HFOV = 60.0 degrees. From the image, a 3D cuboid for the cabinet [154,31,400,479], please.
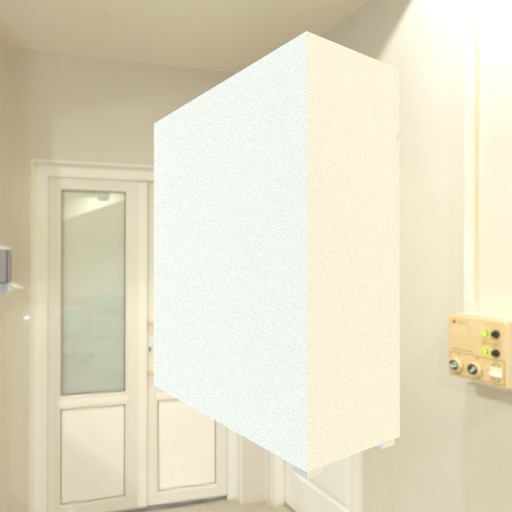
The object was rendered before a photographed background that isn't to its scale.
[{"bbox_3d":[0.000,0.000,1.696,0.400,1.190,1.000,0,0,-36],"label":"cabinet"}]
